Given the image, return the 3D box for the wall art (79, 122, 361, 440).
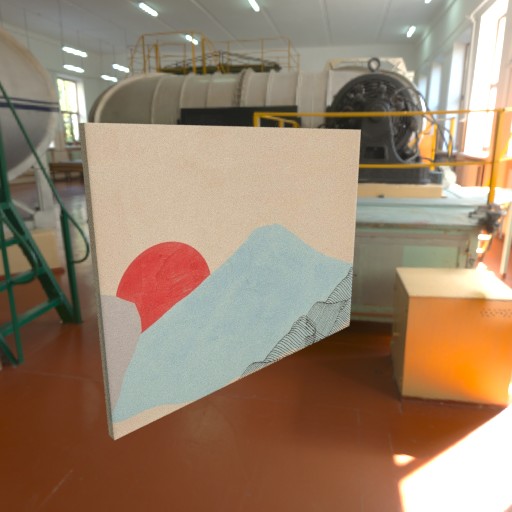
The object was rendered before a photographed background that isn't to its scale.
[{"bbox_3d":[0.000,0.000,1.635,1.219,0.912,0.042,-14,20,-42],"label":"wall art"}]
